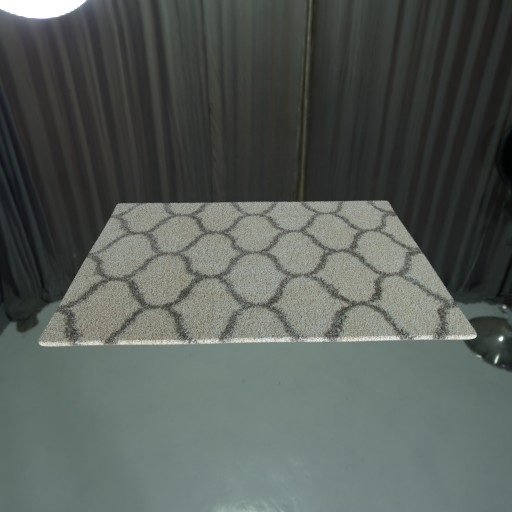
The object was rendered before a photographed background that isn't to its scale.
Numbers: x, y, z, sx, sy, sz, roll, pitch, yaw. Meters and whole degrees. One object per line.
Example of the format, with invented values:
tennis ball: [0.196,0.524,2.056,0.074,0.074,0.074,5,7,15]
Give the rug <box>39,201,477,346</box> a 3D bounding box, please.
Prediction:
rug: [0.000,0.000,2.117,1.600,0.025,1.200,-1,31,-1]
